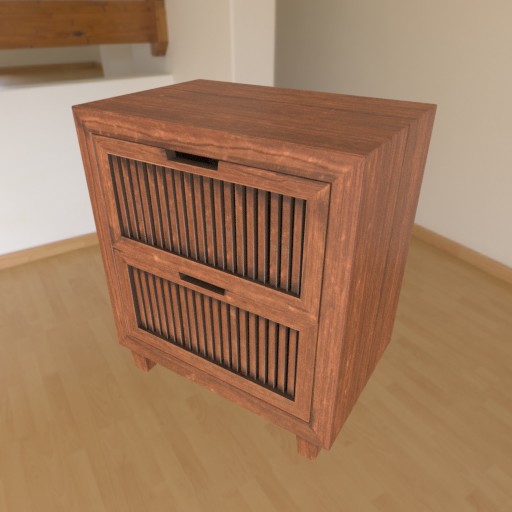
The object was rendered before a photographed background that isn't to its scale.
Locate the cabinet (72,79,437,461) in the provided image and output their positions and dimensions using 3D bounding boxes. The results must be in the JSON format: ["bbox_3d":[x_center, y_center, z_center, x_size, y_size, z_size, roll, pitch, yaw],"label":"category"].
[{"bbox_3d":[0.000,0.000,1.055,0.607,0.695,0.410,18,34,28],"label":"cabinet"}]
